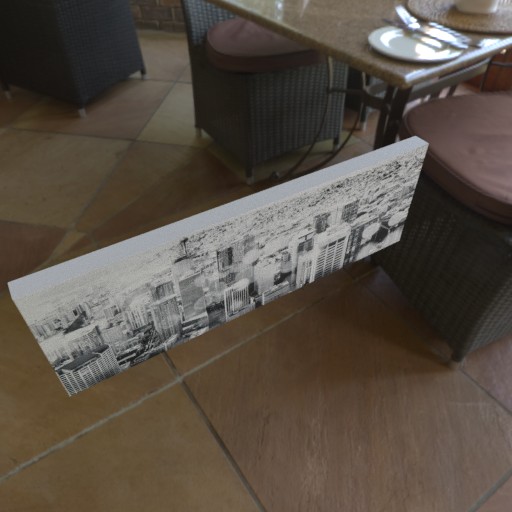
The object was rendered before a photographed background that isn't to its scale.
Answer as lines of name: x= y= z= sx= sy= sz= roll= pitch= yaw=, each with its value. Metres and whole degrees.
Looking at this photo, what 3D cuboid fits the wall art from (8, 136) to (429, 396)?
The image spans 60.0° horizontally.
wall art: x=0.000 y=0.000 z=0.819 sx=0.763 sy=0.255 sz=0.038 roll=-23 pitch=49 yaw=-22
